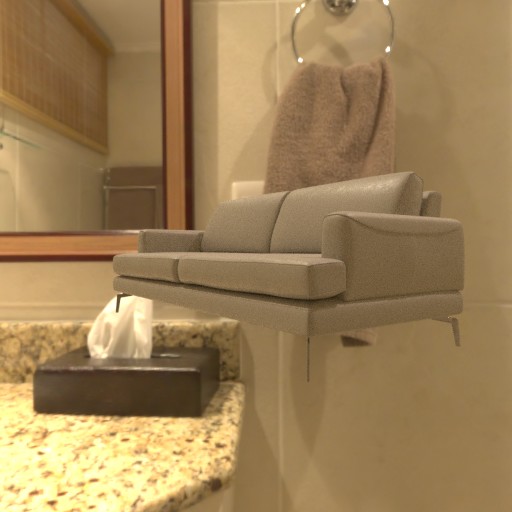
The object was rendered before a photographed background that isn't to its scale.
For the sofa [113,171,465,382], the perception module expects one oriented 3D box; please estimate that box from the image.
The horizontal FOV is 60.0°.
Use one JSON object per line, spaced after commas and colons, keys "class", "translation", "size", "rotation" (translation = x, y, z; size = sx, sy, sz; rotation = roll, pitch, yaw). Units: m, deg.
{"class": "sofa", "translation": [0.000, 0.000, 2.433], "size": [0.974, 0.765, 1.940], "rotation": [-1, 1, -36]}
